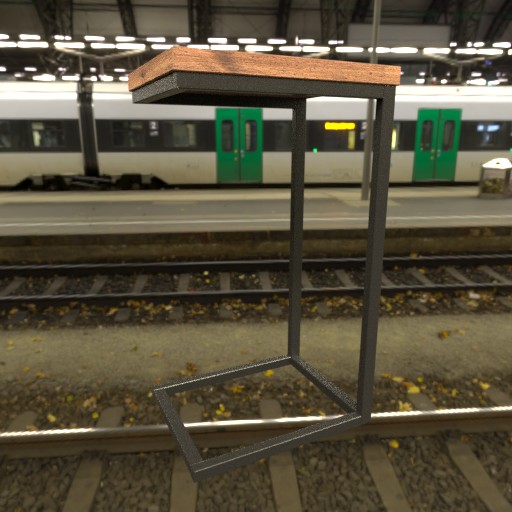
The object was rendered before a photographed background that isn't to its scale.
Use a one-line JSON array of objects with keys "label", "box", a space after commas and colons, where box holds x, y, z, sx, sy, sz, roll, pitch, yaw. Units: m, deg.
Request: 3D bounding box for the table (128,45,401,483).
[{"label": "table", "box": [0.000, 0.000, 0.923, 0.414, 0.718, 0.323, -7, 16, -25]}]
